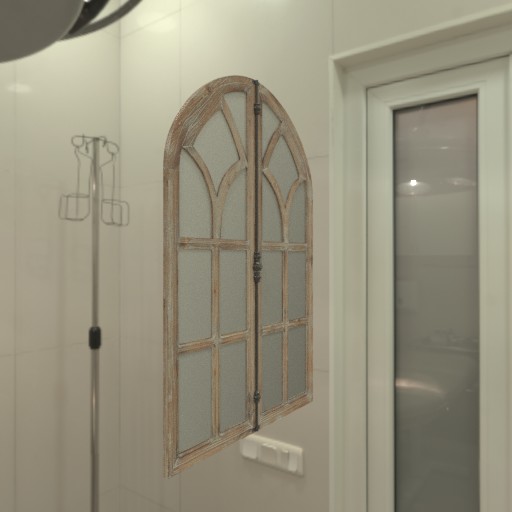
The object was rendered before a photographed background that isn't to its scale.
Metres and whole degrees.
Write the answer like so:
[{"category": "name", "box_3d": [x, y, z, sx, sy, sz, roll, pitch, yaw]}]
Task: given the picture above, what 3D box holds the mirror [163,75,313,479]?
[{"category": "mirror", "box_3d": [0.000, 0.000, 1.154, 0.032, 0.915, 0.609, 0, 0, 36]}]
